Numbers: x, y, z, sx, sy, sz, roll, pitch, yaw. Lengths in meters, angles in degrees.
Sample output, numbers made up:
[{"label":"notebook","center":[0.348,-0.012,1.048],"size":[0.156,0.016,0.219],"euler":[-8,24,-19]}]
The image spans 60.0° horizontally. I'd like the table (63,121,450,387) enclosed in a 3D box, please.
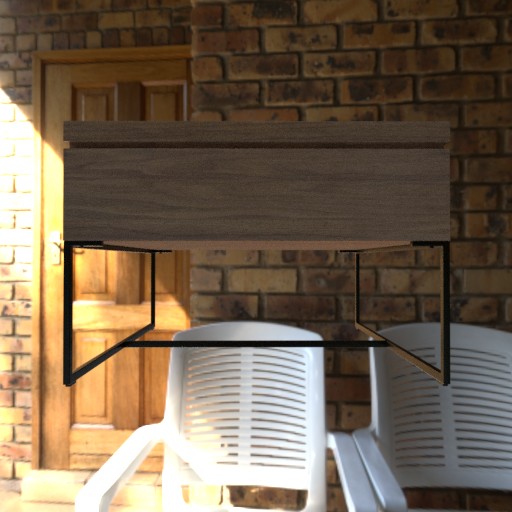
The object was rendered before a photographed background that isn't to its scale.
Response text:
[{"label":"table","center":[0.000,0.000,1.109],"size":[0.679,0.464,0.676],"euler":[0,-1,0]}]
